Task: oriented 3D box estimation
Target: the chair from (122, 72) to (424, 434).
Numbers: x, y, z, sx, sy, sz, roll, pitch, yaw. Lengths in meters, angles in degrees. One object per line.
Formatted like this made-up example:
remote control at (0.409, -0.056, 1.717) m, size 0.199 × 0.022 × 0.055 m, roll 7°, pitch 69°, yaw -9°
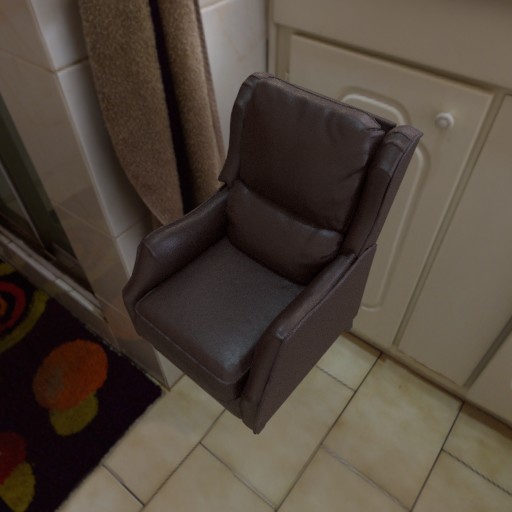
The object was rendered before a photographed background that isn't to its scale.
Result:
chair at (0.000, 0.000, 1.820) m, size 0.770 × 1.132 × 0.982 m, roll 32°, pitch 55°, yaw 26°
